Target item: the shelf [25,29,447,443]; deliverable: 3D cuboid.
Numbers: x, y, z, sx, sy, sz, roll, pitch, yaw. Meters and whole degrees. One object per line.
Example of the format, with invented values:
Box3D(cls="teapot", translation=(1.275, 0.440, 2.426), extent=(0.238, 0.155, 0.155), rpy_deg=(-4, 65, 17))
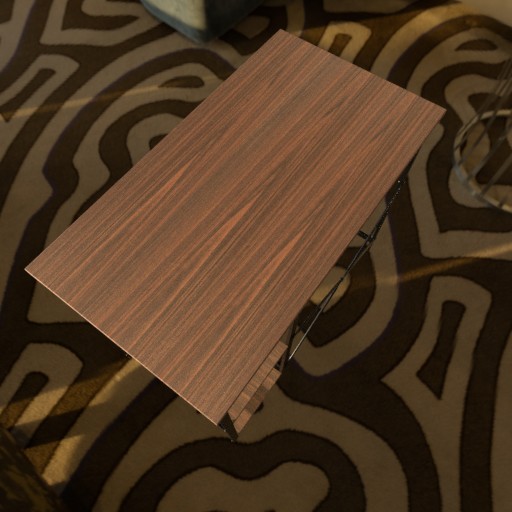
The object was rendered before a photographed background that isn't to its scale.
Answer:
Box3D(cls="shelf", translation=(0.000, 0.000, 1.327), extent=(0.498, 0.750, 0.902), rpy_deg=(34, 68, 15))
